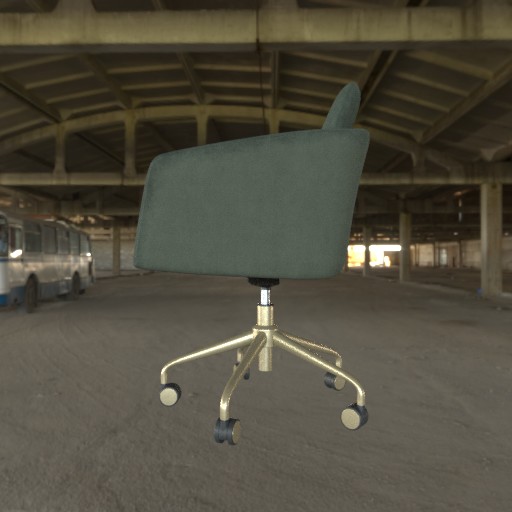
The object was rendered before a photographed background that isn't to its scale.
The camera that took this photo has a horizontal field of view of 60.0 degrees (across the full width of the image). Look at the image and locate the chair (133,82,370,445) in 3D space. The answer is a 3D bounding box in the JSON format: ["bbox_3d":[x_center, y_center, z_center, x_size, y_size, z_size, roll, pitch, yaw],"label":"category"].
[{"bbox_3d":[0.000,0.000,1.350,0.635,0.908,0.641,0,0,2],"label":"chair"}]
